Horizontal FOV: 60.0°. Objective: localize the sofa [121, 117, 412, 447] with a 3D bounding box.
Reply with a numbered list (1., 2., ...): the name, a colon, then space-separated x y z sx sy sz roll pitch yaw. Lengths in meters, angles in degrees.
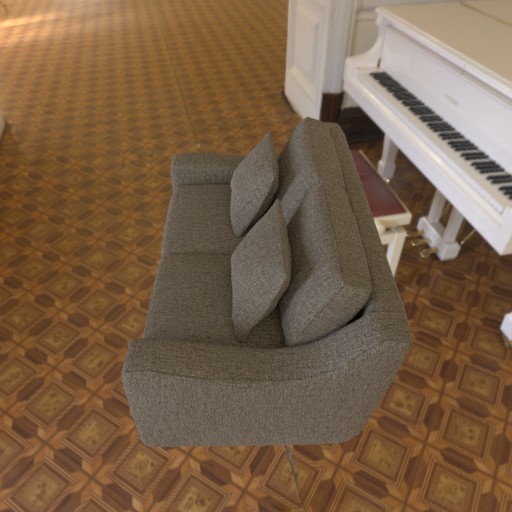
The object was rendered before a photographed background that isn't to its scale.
1. sofa: 0.000 0.000 2.440 1.120 0.991 1.778 -1 42 -1
